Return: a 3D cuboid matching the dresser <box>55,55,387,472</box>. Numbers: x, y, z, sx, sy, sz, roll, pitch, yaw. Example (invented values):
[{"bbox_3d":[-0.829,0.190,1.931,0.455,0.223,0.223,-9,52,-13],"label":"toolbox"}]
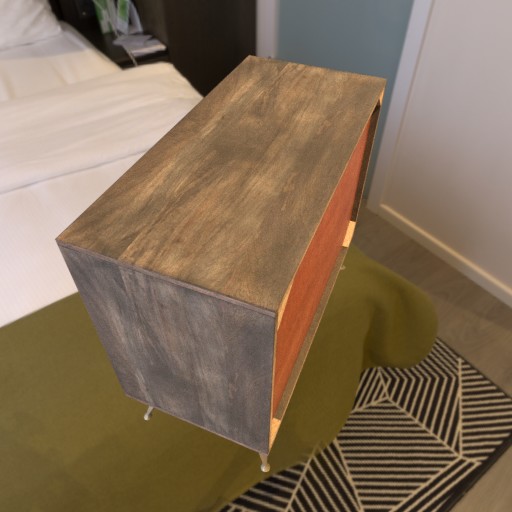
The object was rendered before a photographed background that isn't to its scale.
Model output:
[{"bbox_3d":[0.000,0.000,1.359,0.453,0.801,0.923,17,48,16],"label":"dresser"}]
